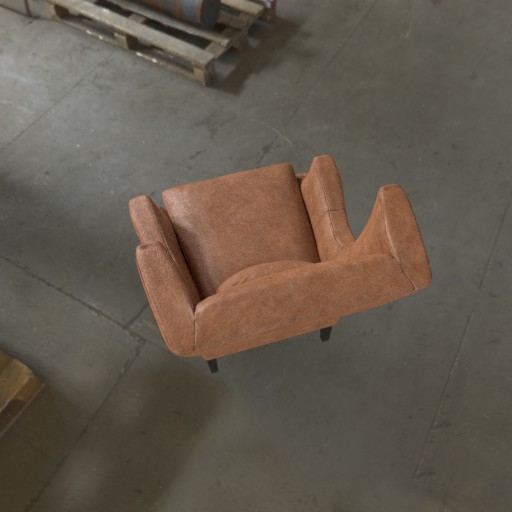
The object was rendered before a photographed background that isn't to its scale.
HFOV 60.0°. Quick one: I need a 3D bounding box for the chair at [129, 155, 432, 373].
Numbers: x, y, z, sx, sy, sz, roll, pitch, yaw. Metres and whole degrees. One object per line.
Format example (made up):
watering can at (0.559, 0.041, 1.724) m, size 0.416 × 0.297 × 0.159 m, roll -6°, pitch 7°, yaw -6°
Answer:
chair at (0.000, 0.000, 1.700) m, size 0.853 × 1.016 × 0.926 m, roll -14°, pitch 61°, yaw -8°
